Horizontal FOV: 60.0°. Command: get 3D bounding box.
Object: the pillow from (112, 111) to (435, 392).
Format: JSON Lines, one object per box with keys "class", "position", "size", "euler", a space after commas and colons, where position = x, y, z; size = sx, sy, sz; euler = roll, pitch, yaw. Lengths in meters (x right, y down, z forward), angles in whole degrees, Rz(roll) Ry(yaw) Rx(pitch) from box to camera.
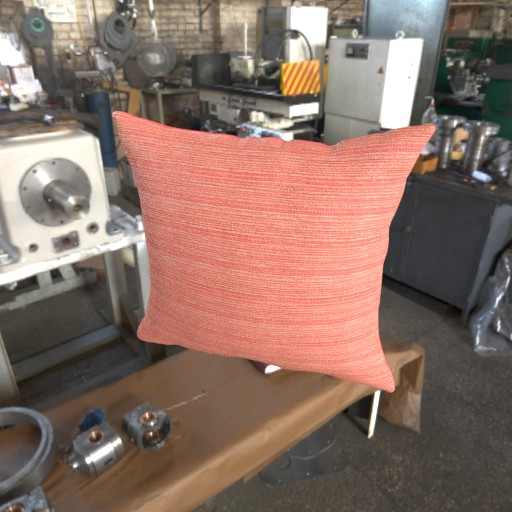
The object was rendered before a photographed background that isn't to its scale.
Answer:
{"class": "pillow", "position": [0.000, 0.000, 0.817], "size": [0.559, 0.501, 0.229], "euler": [8, 28, 16]}
